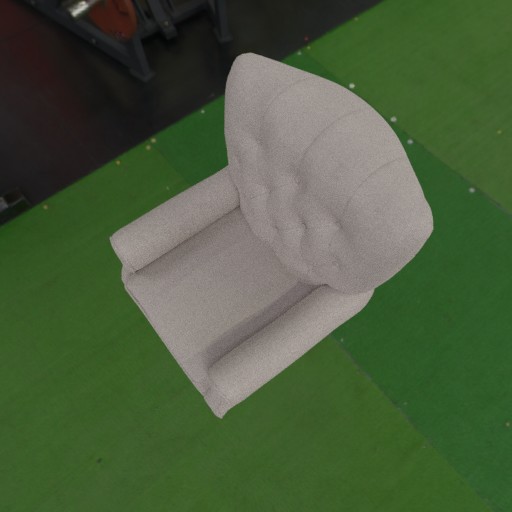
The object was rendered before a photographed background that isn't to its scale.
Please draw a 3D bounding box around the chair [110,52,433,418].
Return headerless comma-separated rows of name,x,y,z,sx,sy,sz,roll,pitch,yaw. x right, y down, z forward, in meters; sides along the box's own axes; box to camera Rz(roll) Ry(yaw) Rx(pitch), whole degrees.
chair,0.000,0.000,1.863,1.025,1.209,0.942,-35,69,-15
